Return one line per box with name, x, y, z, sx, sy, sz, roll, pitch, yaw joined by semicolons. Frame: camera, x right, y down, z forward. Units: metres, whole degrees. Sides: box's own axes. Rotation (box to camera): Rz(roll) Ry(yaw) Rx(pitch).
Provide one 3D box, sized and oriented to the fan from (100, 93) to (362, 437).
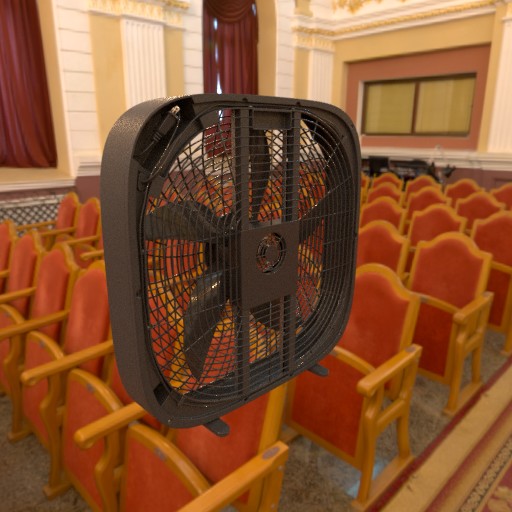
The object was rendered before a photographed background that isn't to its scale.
fan;0.000;0.000;0.791;0.526;0.533;0.142;-14;21;-42
